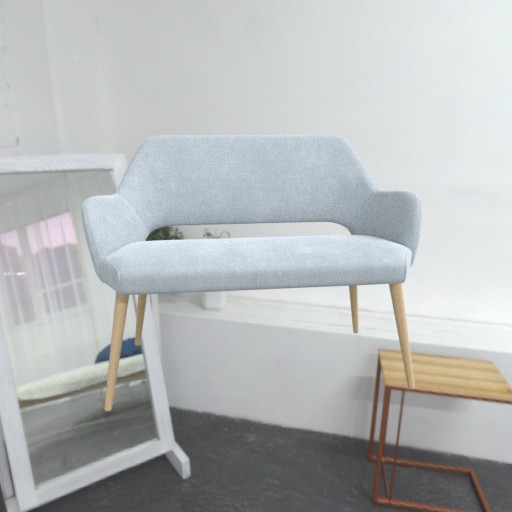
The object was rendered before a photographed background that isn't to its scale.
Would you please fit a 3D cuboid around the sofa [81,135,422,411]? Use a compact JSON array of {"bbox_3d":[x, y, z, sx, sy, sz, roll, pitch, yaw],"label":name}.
[{"bbox_3d":[0.000,0.000,1.619,1.150,0.840,0.610,-2,17,-7],"label":"sofa"}]
